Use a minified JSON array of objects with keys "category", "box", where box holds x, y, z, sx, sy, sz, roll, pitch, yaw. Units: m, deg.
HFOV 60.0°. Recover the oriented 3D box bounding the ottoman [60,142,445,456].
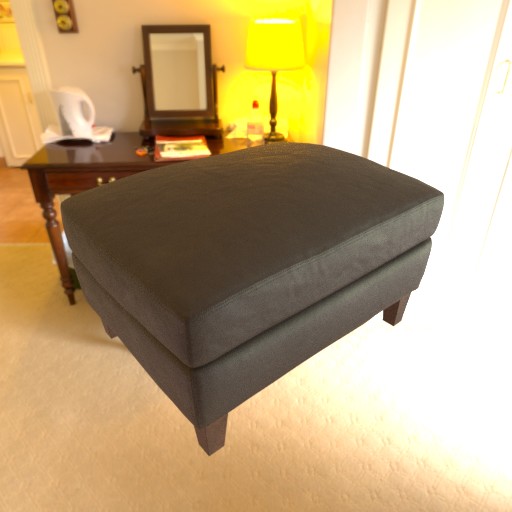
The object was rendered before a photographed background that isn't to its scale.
[{"category":"ottoman","box":[0.000,0.000,1.280,0.887,0.529,0.659,-23,38,-34]}]
